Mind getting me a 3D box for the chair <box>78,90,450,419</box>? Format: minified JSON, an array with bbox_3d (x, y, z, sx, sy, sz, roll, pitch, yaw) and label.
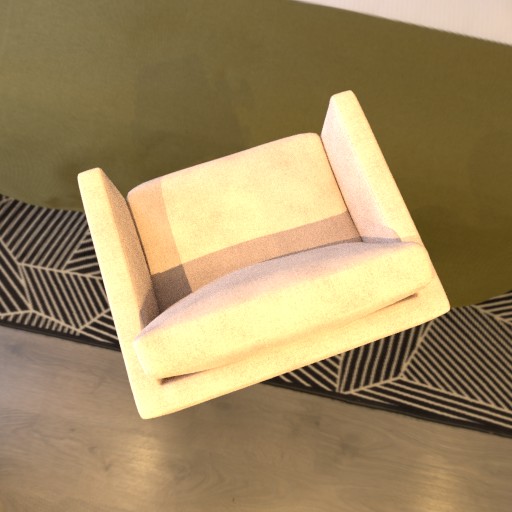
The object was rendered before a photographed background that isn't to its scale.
[{"bbox_3d":[0.000,0.000,1.847,1.133,0.961,0.959,-18,77,-5],"label":"chair"}]
